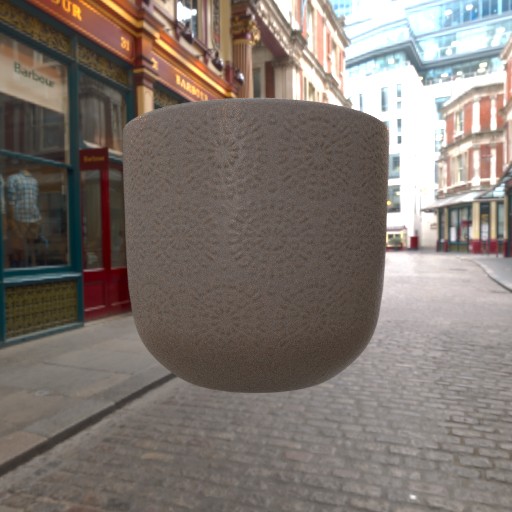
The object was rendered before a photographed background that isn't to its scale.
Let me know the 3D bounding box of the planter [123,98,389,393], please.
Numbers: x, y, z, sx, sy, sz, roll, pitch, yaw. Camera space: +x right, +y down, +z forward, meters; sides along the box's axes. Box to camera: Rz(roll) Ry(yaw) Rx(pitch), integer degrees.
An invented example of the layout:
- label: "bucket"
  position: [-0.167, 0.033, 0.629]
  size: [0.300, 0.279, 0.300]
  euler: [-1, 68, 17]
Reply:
- label: "planter"
  position: [0.000, 0.000, 0.363]
  size: [0.208, 0.190, 0.208]
  euler: [0, 1, 0]
